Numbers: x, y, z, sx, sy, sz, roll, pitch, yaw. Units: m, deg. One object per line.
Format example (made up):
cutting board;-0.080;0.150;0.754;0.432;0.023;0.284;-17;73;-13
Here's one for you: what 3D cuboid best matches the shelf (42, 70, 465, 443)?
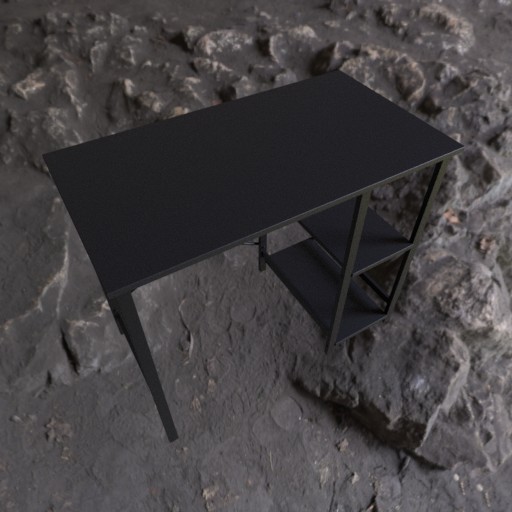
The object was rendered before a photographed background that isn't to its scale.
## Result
shelf;0.000;0.000;1.349;0.902;0.749;0.498;-23;51;-21
